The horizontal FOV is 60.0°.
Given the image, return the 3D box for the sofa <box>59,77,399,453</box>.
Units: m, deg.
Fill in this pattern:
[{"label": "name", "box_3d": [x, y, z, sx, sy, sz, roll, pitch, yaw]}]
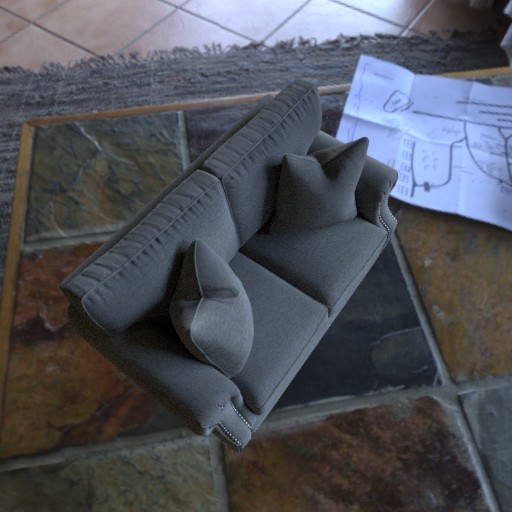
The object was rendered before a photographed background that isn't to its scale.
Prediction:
[{"label": "sofa", "box_3d": [0.000, 0.000, 2.291, 0.966, 0.966, 1.701, 33, 64, 18]}]
